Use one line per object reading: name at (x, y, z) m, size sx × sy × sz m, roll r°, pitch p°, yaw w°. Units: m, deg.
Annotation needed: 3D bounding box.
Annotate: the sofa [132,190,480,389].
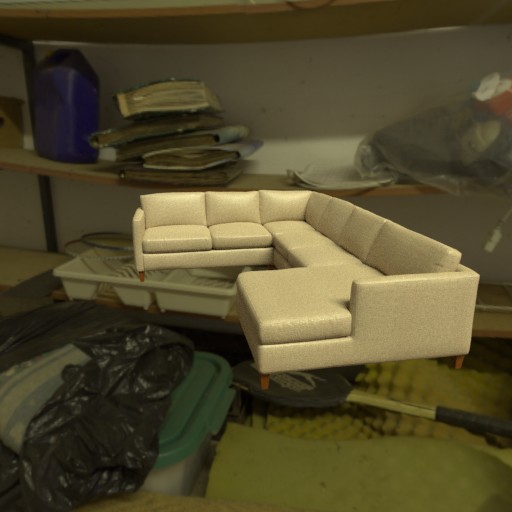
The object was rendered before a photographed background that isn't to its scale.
sofa at (0.000, 0.000, 4.538) m, size 2.594 × 0.961 × 3.460 m, roll -3°, pitch 16°, yaw -10°
